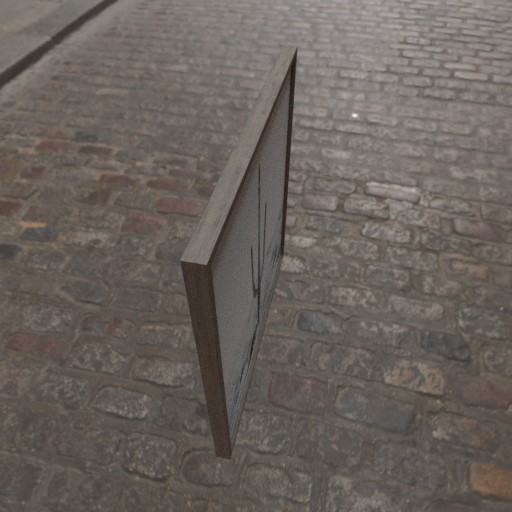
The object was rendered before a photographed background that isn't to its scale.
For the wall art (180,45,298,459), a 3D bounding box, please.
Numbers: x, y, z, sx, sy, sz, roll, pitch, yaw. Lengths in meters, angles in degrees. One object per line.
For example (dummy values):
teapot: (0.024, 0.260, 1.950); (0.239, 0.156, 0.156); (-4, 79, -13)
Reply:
wall art: (0.000, 0.000, 1.142); (0.038, 0.762, 0.762); (10, 47, 9)
